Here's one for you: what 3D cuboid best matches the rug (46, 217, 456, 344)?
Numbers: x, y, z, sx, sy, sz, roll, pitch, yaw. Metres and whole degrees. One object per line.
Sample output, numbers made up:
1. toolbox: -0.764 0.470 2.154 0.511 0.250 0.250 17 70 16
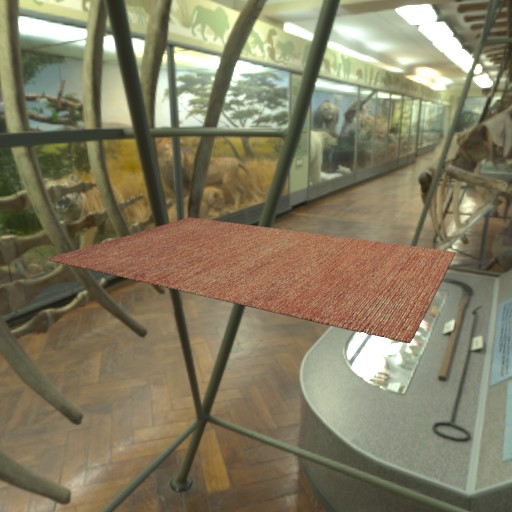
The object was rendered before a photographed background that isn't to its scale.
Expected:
1. rug: 0.000 0.000 2.248 1.747 0.011 1.139 9 19 28
